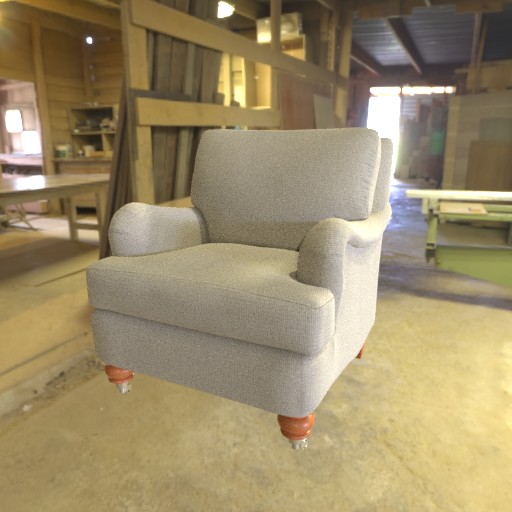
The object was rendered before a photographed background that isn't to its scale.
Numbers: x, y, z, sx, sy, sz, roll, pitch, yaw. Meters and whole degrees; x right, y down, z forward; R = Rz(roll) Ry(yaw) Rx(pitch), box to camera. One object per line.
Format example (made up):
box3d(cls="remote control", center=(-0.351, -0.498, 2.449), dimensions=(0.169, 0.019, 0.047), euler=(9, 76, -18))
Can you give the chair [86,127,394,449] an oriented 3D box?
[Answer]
box3d(cls="chair", center=(0.000, 0.000, 1.855), dimensions=(0.955, 1.038, 1.070), euler=(7, 16, 26))
